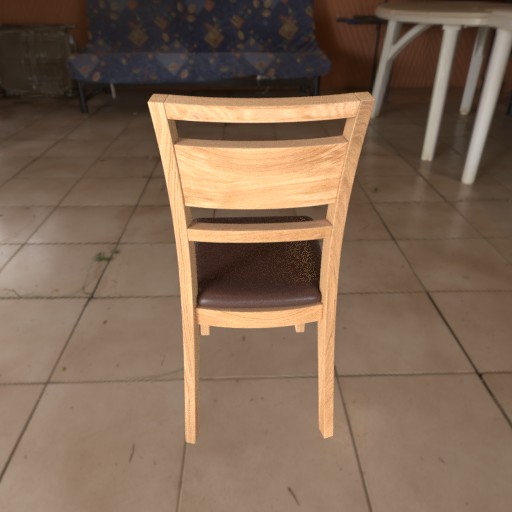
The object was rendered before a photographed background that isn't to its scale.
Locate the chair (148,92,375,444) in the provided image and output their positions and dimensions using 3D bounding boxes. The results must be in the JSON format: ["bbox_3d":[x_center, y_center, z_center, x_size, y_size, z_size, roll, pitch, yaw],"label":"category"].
[{"bbox_3d":[0.000,0.000,1.225,0.420,0.940,0.545,-1,30,-2],"label":"chair"}]
